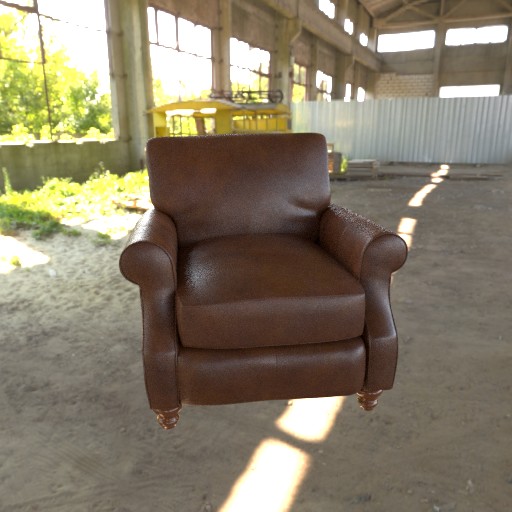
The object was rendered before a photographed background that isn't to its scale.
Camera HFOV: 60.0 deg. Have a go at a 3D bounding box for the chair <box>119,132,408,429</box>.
[{"bbox_3d":[0.000,0.000,1.806,0.989,0.972,0.992,-2,16,-8],"label":"chair"}]
